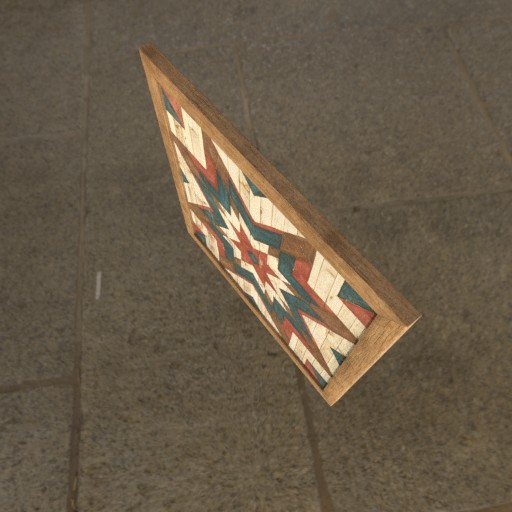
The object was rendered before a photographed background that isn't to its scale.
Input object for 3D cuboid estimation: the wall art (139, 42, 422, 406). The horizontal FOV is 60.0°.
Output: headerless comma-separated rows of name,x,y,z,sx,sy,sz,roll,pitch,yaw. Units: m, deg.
wall art,0.000,0.000,1.026,0.029,0.691,0.695,-35,68,-16
